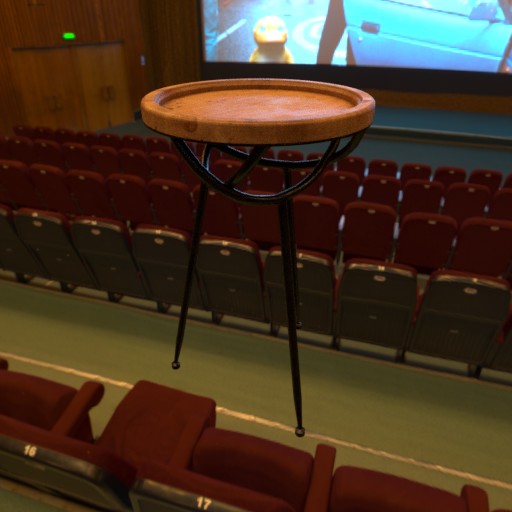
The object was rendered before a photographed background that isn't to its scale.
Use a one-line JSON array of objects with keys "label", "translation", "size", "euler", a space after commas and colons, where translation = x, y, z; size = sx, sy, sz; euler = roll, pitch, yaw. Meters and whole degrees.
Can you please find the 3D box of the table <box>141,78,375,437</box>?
[{"label": "table", "translation": [0.000, 0.000, 0.958], "size": [0.418, 0.664, 0.414], "euler": [9, 31, 15]}]
